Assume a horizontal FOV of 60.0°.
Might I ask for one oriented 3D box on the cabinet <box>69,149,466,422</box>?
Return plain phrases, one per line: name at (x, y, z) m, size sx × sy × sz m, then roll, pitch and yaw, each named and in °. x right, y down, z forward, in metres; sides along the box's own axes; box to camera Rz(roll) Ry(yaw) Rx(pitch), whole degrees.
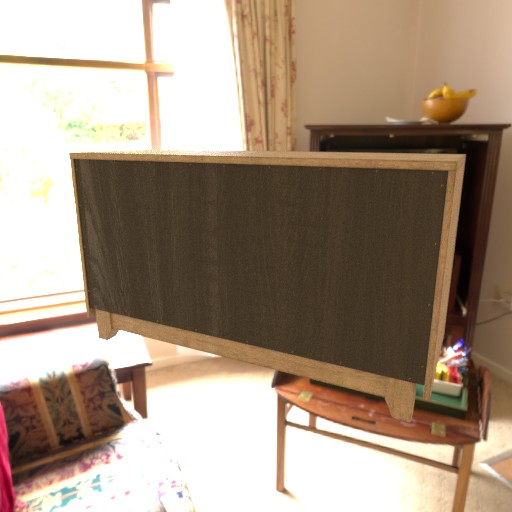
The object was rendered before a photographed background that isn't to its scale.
cabinet at (0.000, 0.000, 1.824) m, size 1.460 × 0.825 × 0.511 m, roll 8°, pitch 17°, yaw 26°
